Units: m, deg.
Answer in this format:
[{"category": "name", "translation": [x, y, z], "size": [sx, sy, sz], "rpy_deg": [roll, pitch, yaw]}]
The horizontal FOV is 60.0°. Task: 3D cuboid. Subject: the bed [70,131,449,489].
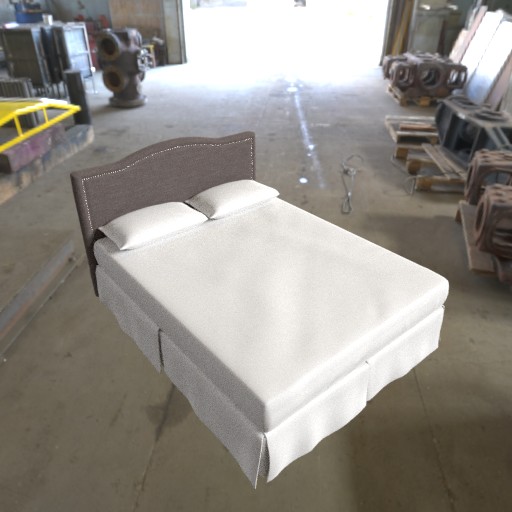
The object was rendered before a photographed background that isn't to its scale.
[{"category": "bed", "translation": [0.000, 0.000, 3.877], "size": [2.161, 1.457, 2.689], "rpy_deg": [-23, 39, -33]}]
